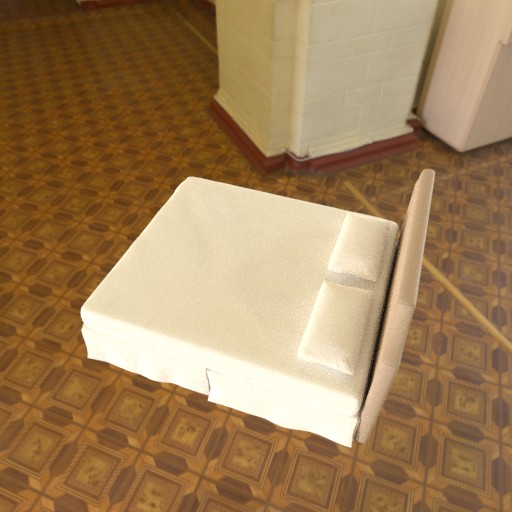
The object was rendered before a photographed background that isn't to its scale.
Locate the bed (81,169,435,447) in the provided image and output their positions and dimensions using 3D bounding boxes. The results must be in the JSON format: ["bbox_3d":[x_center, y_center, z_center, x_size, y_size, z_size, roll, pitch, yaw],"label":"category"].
[{"bbox_3d":[0.000,0.000,4.258,2.773,1.590,2.350,15,47,14],"label":"bed"}]
